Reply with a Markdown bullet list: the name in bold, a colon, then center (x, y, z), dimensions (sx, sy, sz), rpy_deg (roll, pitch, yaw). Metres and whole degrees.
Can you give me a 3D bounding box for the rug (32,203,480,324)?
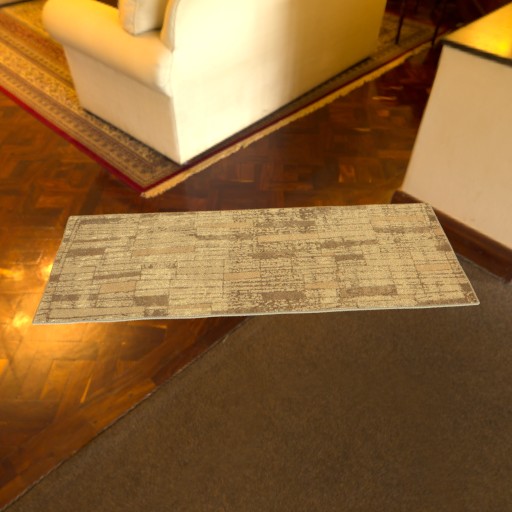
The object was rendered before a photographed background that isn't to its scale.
- **rug**: center (0.000, 0.000, 2.637), dimensions (2.383, 0.018, 0.857), rpy_deg (-2, 47, -2)
